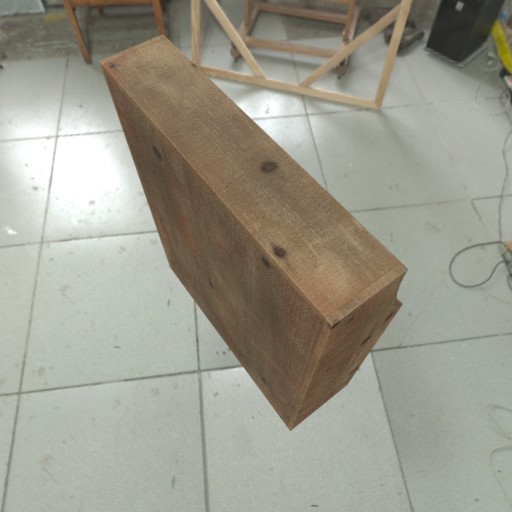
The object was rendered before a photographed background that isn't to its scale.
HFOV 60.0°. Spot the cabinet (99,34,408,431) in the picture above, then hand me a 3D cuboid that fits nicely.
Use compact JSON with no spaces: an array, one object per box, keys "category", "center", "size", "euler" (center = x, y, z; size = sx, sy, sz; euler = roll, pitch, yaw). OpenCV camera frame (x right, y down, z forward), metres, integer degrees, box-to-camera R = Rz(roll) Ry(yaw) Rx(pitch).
[{"category":"cabinet","center":[0.000,0.000,0.800],"size":[0.184,0.590,0.489],"euler":[-33,65,-18]}]
